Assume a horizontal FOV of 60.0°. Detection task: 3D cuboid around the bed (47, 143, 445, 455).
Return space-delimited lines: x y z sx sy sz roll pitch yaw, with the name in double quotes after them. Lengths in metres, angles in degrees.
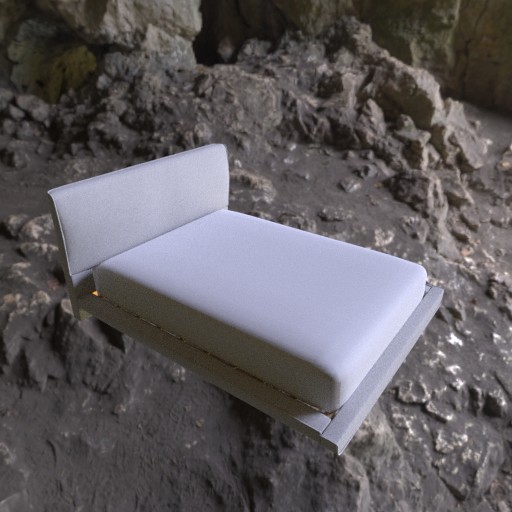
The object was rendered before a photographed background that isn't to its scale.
0.000 0.000 3.321 2.368 1.067 1.840 19 33 32 "bed"
